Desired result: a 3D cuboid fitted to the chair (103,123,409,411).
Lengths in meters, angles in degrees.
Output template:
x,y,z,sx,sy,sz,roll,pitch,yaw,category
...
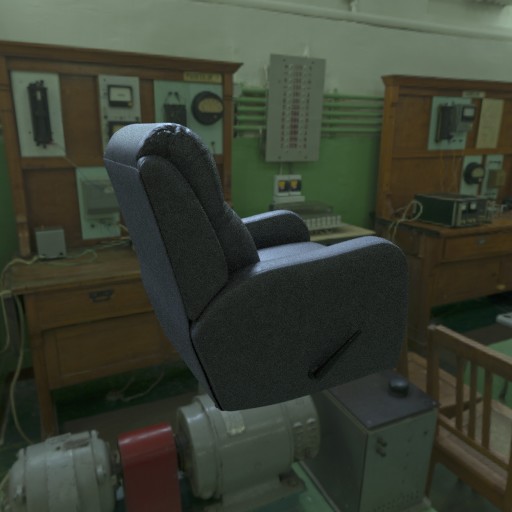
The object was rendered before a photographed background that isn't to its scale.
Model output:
x,y,z,sx,sy,sz,roll,pitch,yaw,category
0.000,0.000,1.865,1.067,1.067,0.865,-8,17,-26,chair
